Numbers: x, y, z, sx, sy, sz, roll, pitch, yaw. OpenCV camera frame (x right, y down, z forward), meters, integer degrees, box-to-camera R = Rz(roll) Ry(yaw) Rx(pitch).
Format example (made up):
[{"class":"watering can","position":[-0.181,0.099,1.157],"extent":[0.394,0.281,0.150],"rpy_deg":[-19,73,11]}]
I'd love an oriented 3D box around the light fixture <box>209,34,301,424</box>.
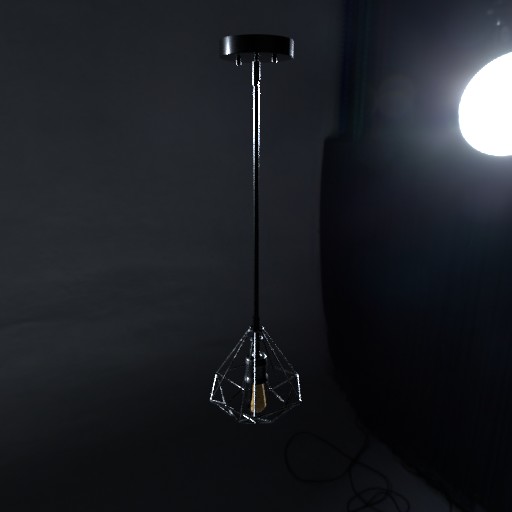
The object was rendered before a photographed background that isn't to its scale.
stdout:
[{"class":"light fixture","position":[0.000,0.000,1.998],"extent":[0.487,1.764,0.431],"rpy_deg":[-9,18,-27]}]
